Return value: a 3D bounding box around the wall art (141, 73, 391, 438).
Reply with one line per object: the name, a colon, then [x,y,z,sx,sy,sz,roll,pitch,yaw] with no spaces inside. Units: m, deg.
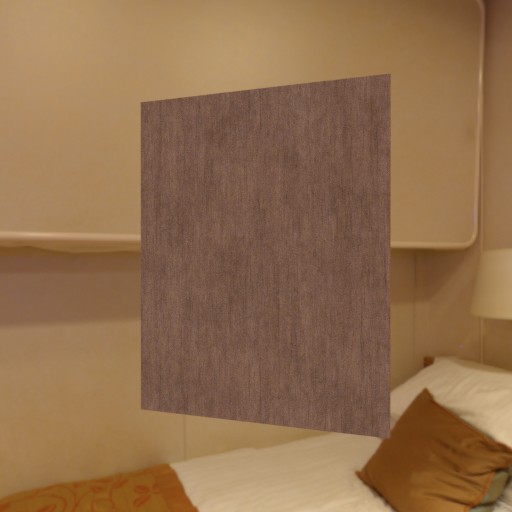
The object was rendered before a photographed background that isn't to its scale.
wall art: [0.000,0.000,0.919,0.534,0.686,0.018,0,0,17]
